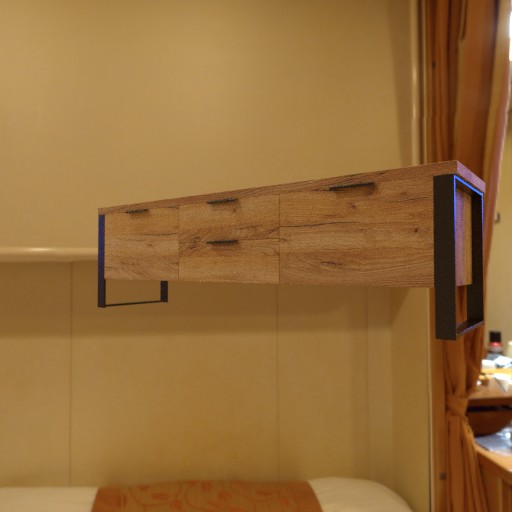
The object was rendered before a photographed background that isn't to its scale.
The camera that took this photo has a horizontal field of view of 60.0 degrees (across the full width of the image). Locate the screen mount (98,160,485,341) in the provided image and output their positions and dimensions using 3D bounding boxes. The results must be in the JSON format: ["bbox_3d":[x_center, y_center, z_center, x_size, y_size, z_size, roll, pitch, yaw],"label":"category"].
[{"bbox_3d":[0.000,0.000,1.702,1.524,0.450,0.395,-1,-2,37],"label":"screen mount"}]
